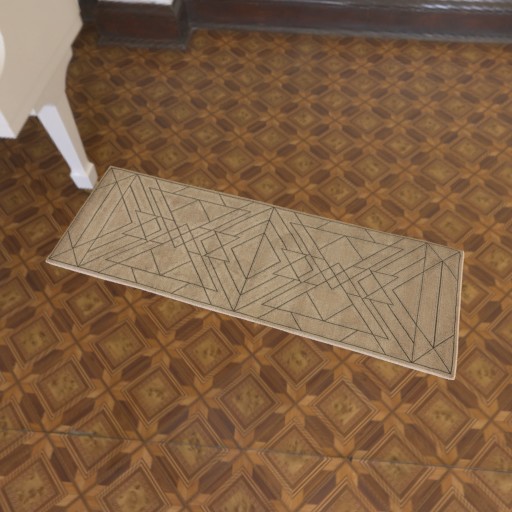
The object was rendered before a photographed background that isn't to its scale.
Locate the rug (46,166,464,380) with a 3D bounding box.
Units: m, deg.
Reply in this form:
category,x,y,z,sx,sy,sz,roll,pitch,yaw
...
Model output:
category,x,y,z,sx,sy,sz,roll,pitch,yaw
rug,0.000,0.000,2.658,2.381,0.036,0.831,15,58,10
